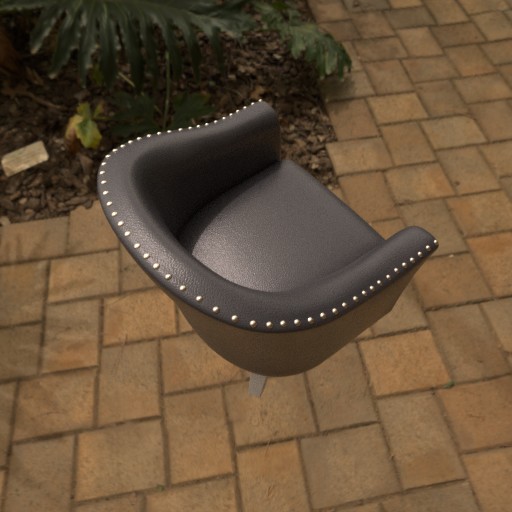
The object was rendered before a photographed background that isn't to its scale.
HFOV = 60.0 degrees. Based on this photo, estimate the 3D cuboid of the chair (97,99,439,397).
[{"bbox_3d":[0.000,0.000,1.450,0.748,0.823,0.794,-34,63,-20],"label":"chair"}]
